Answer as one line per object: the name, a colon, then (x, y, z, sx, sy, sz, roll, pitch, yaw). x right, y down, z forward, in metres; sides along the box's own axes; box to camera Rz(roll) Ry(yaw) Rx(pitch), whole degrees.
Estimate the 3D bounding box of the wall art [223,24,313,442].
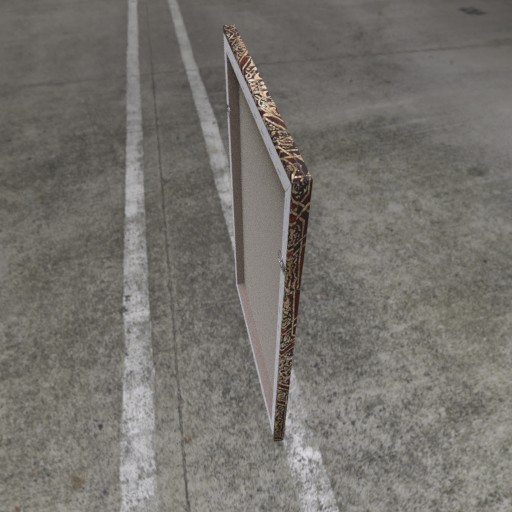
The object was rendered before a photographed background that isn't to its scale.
wall art: (0.000, 0.000, 1.130, 0.030, 0.904, 0.599, -9, 47, -8)
